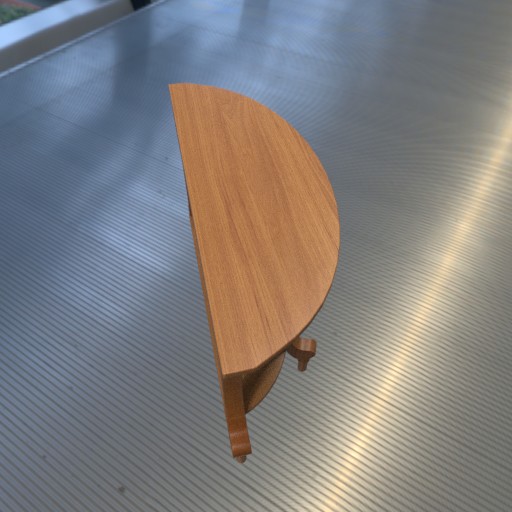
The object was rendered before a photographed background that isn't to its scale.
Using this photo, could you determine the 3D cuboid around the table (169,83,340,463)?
[{"bbox_3d":[0.000,0.000,1.515,0.394,0.692,1.198,-9,48,-8],"label":"table"}]
